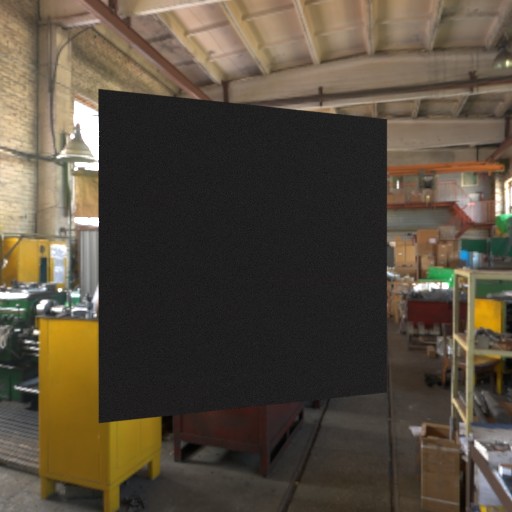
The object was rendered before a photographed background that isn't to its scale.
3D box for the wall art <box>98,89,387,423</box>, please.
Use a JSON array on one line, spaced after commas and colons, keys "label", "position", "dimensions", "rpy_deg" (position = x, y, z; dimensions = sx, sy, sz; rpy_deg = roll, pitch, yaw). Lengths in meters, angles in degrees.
[{"label": "wall art", "position": [0.000, 0.000, 0.681], "dimensions": [0.456, 0.458, 0.013], "rpy_deg": [0, 0, -17]}]
